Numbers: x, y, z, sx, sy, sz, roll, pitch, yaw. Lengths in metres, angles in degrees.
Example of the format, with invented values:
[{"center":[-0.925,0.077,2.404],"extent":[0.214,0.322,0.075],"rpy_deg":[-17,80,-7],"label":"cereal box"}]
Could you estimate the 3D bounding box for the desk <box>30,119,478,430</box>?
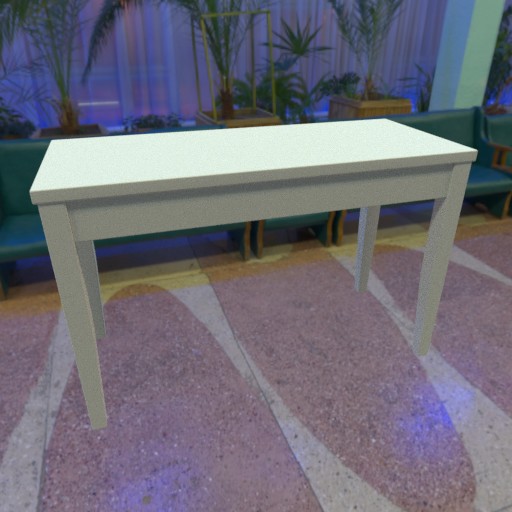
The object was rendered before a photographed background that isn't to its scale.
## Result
[{"center":[0.000,0.000,1.546],"extent":[1.220,0.775,0.508],"rpy_deg":[-8,29,-15],"label":"desk"}]
